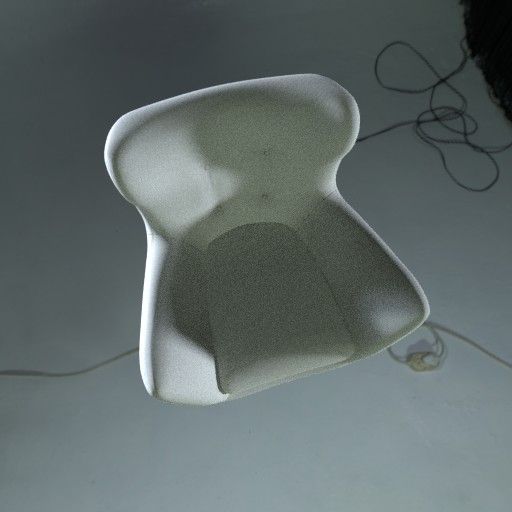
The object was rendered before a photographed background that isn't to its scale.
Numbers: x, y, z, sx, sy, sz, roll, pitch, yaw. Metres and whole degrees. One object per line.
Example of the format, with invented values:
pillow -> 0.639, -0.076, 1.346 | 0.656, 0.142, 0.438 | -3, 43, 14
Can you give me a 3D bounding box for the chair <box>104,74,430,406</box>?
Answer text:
chair -> 0.000, 0.000, 1.613 | 0.890, 0.889, 0.889 | -15, 65, -7
